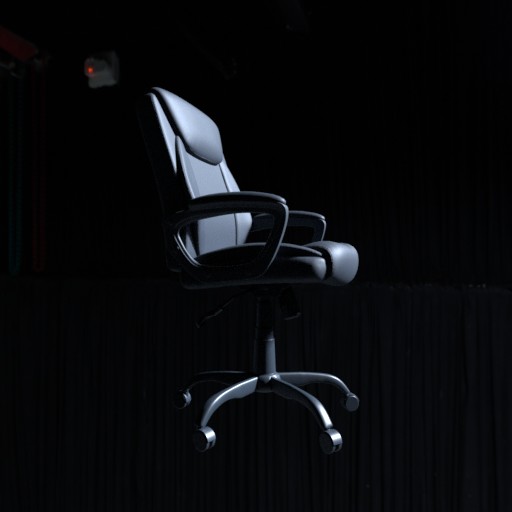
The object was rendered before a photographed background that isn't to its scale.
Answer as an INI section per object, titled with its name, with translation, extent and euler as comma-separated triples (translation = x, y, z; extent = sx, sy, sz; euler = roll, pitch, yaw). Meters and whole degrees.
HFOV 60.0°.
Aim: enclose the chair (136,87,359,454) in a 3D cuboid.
[chair]
translation = 0.000, 0.000, 1.479
extent = 0.655, 1.072, 0.615
euler = 0, 0, 20
